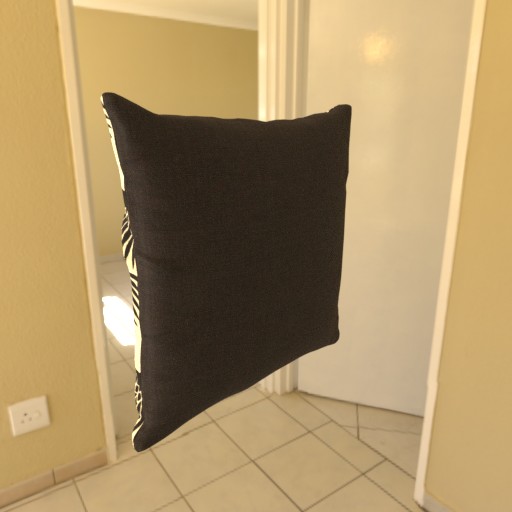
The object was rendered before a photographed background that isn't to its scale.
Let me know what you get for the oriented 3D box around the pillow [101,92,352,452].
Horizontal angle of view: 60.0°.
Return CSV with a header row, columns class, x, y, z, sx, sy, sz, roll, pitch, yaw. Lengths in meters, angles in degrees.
class,x,y,z,sx,sy,sz,roll,pitch,yaw
pillow,0.000,0.000,0.648,0.432,0.432,0.139,-16,23,-42
